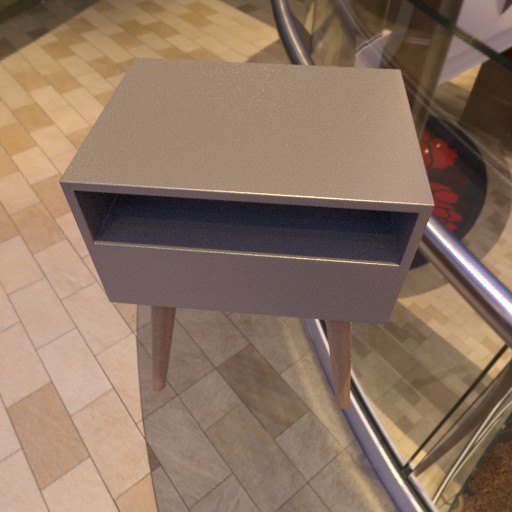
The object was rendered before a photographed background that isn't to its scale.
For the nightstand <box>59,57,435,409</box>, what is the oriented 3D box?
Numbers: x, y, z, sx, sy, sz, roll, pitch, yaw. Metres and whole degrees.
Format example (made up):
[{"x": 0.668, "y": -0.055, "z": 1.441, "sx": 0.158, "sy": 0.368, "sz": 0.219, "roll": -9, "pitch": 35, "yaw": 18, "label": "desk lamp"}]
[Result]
[{"x": 0.000, "y": 0.000, "z": 0.717, "sx": 0.370, "sy": 0.508, "sz": 0.288, "roll": 4, "pitch": 49, "yaw": 4, "label": "nightstand"}]
